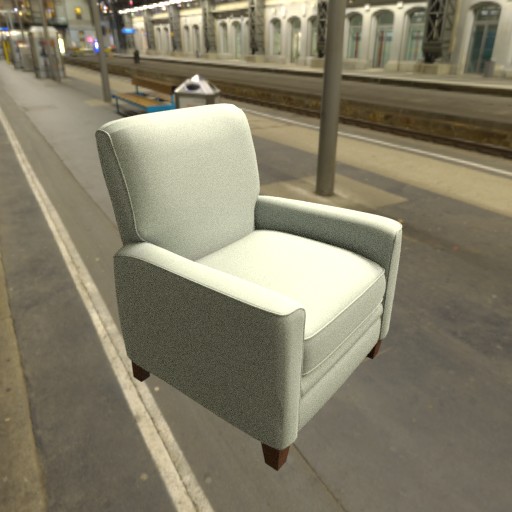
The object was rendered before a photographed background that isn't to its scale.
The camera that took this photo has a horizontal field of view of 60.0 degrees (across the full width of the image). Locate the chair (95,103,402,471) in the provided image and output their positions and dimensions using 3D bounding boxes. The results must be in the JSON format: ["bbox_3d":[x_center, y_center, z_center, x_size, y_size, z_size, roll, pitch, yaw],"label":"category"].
[{"bbox_3d":[0.000,0.000,1.665,0.846,1.007,0.853,19,31,34],"label":"chair"}]
